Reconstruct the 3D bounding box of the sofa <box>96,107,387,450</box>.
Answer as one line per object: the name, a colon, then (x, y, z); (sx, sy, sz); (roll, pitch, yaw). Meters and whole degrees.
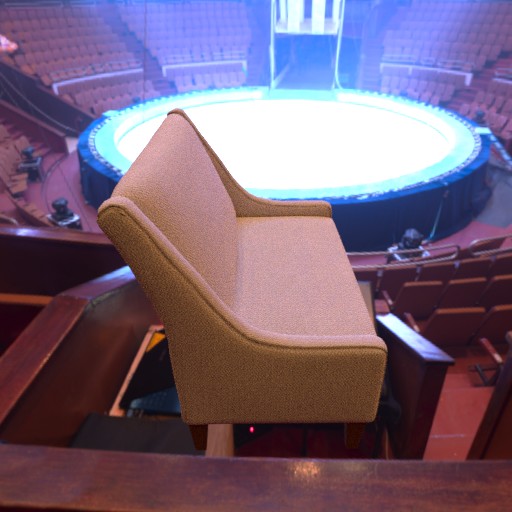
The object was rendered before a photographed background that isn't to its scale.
sofa: (0.000, 0.000, 1.930); (0.870, 1.022, 1.242); (0, 30, -1)
